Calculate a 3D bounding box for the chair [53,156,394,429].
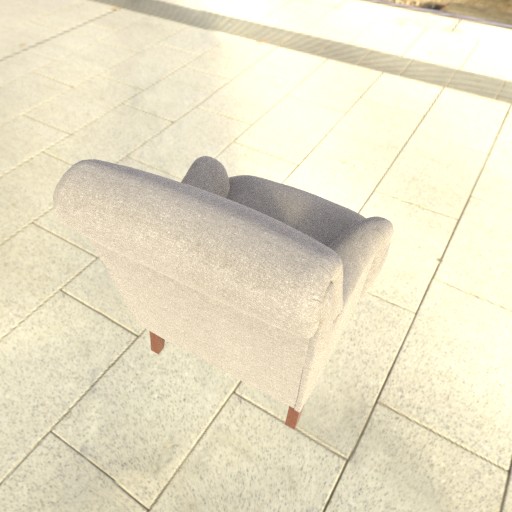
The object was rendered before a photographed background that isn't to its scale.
[{"bbox_3d":[0.000,0.000,1.520,0.766,0.942,0.843,23,52,19],"label":"chair"}]
